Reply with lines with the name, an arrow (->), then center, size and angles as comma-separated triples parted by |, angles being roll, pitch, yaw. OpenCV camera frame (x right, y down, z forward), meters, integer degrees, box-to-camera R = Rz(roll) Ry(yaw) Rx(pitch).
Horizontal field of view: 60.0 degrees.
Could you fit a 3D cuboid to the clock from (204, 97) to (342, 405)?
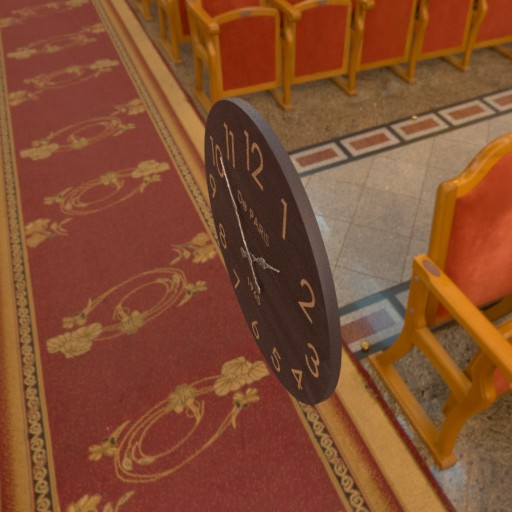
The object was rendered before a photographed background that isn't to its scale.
clock -> 0.000, 0.000, 0.876 | 0.029, 0.595, 0.595 | -17, 50, -15
